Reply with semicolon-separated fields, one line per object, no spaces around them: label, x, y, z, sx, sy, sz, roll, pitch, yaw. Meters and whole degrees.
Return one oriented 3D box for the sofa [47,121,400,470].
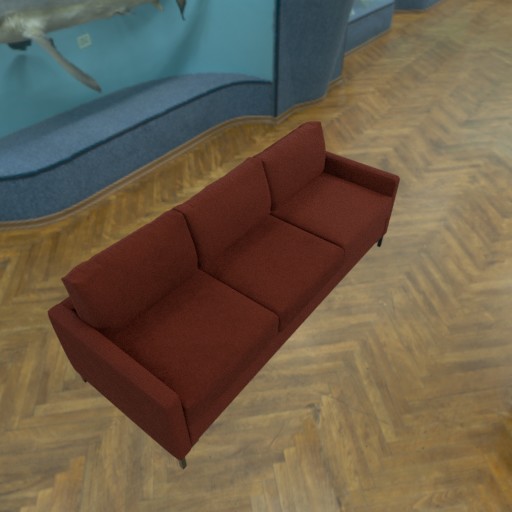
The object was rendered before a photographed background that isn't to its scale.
sofa;0.000;0.000;2.728;0.875;0.879;2.252;27;48;27
